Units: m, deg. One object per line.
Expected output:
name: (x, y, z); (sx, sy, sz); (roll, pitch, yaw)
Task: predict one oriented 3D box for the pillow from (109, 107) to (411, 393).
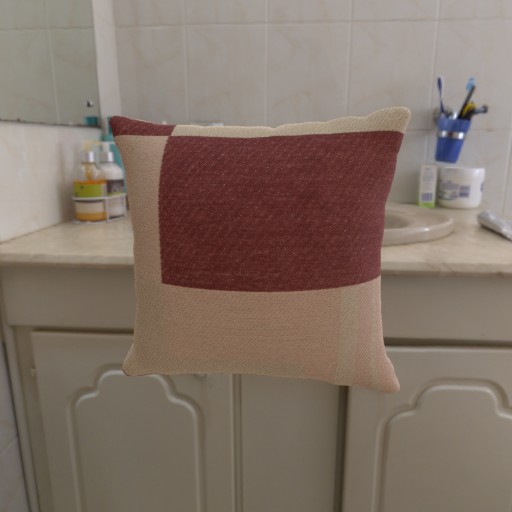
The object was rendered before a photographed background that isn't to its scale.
pillow: (0.000, 0.000, 0.799); (0.536, 0.506, 0.229); (2, 14, 7)
